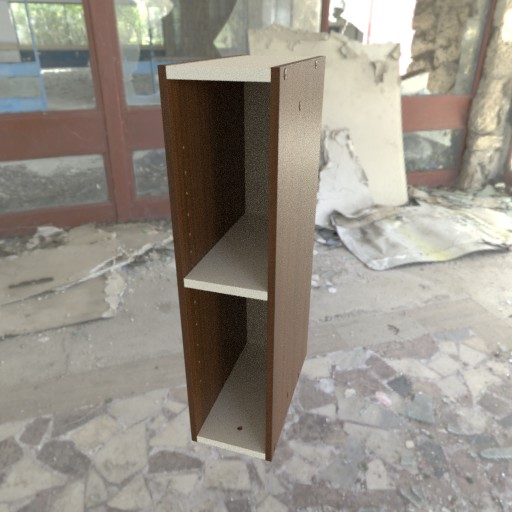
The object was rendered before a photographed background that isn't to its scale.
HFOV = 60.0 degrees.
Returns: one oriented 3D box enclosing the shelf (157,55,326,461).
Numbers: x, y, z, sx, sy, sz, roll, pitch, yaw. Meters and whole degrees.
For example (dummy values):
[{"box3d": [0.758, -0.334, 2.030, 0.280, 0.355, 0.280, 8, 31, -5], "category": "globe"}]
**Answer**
[{"box3d": [0.000, 0.000, 0.740, 0.147, 0.600, 0.290, 8, 28, 16], "category": "shelf"}]
